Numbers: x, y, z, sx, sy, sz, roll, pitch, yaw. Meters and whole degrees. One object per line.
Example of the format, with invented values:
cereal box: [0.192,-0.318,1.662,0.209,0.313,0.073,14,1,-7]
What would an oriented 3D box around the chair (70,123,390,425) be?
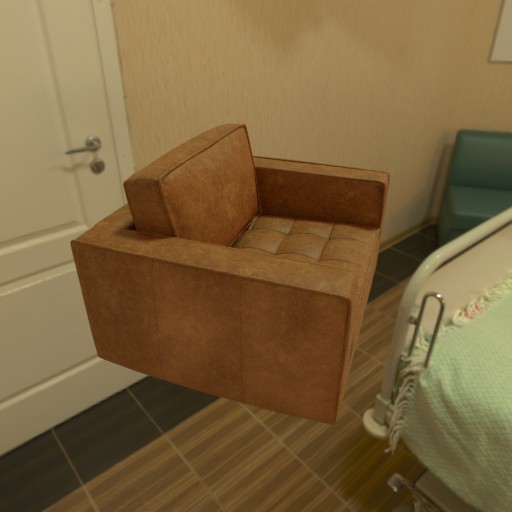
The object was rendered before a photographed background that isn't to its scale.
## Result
chair: [0.000,0.000,1.560,0.798,0.767,0.928,10,32,17]
